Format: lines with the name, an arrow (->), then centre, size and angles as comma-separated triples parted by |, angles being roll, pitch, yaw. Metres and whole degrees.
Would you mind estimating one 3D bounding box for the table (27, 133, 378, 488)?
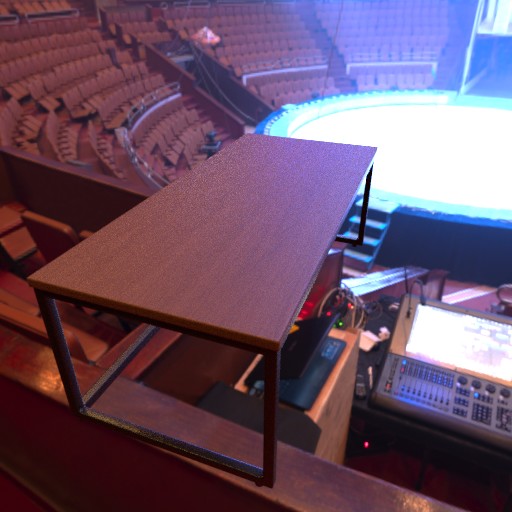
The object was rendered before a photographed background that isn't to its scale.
table -> 0.000, 0.000, 1.296 | 0.500, 0.400, 1.100 | 11, 32, 18
